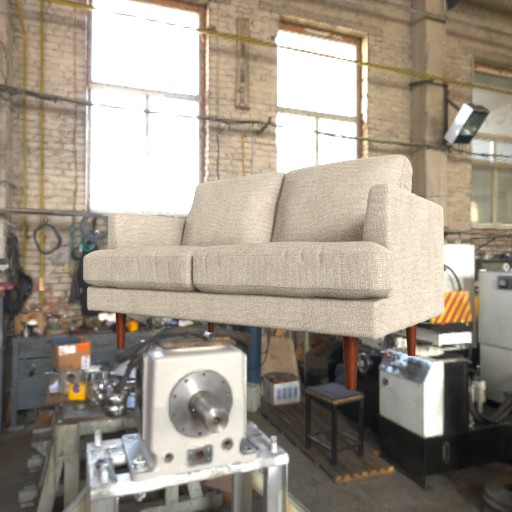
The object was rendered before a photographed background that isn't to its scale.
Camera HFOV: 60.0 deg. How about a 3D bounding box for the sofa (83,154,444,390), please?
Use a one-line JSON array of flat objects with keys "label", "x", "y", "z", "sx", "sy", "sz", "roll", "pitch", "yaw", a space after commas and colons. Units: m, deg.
[{"label": "sofa", "x": 0.000, "y": 0.000, "z": 2.163, "sx": 1.582, "sy": 0.944, "sz": 0.903, "roll": -1, "pitch": -1, "yaw": 36}]
